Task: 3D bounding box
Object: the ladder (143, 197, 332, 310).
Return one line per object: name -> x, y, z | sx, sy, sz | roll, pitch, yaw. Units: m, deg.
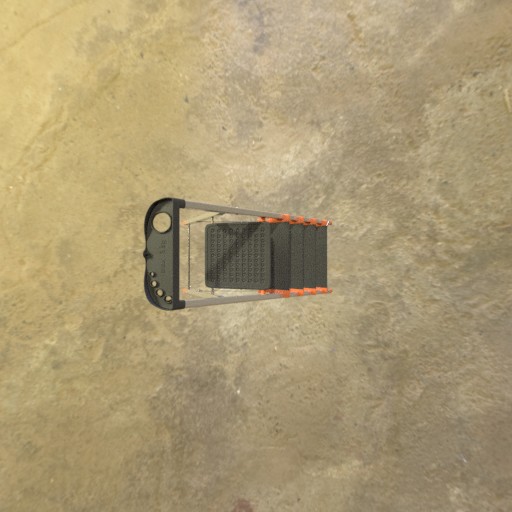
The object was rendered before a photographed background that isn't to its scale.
ladder -> 0.000, 0.000, 2.142 | 0.995, 1.646, 0.480 | 0, 90, 1
